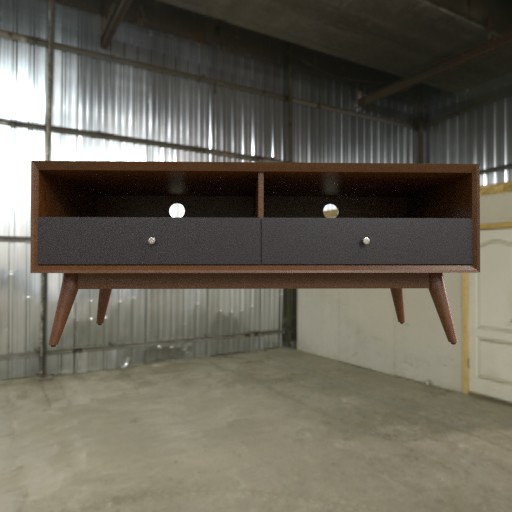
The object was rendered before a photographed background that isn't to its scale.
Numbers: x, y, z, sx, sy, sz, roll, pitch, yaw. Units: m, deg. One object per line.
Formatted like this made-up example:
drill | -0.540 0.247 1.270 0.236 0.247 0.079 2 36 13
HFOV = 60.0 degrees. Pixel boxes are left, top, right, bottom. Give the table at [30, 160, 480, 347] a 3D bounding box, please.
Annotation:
table | 0.000 0.000 1.338 1.119 0.464 0.490 0 0 -2
